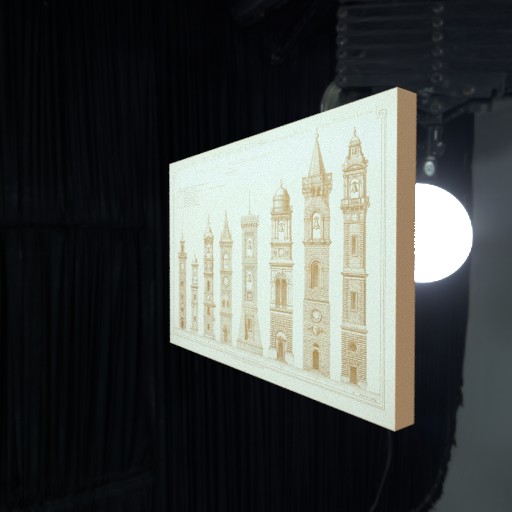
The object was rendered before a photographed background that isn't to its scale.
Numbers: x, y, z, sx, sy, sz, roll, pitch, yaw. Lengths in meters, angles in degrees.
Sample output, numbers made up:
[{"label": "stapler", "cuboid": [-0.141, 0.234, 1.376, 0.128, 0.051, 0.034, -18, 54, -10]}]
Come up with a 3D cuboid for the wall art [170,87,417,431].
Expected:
[{"label": "wall art", "cuboid": [0.000, 0.000, 0.781, 0.039, 0.407, 0.609, -1, 2, -36]}]
